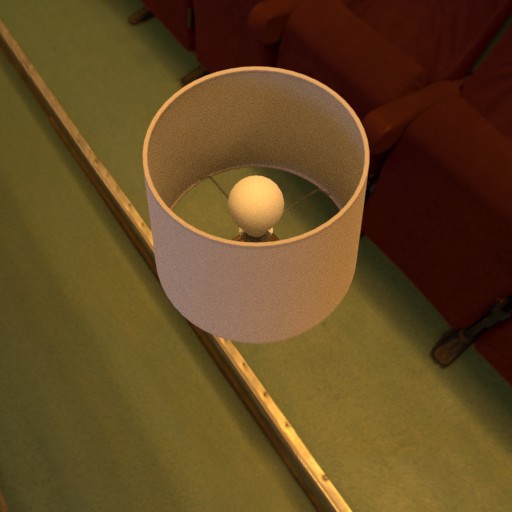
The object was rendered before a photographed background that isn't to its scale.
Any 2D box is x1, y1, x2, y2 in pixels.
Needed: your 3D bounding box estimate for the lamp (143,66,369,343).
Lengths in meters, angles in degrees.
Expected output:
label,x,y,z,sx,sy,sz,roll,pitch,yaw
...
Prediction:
label,x,y,z,sx,sy,sz,roll,pitch,yaw
lamp,0.000,0.000,0.584,0.251,0.435,0.251,0,64,0
